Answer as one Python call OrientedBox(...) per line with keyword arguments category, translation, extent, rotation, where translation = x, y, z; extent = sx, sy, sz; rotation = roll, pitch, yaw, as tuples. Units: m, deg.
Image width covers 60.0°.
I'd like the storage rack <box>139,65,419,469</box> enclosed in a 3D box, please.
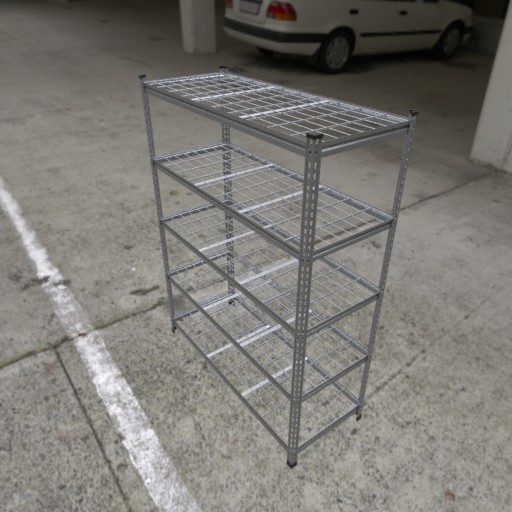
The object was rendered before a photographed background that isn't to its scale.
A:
OrientedBox(category="storage rack", translation=(0.000, 0.000, 2.771), extent=(0.610, 1.981, 1.524), rotation=(-21, 37, -30))
